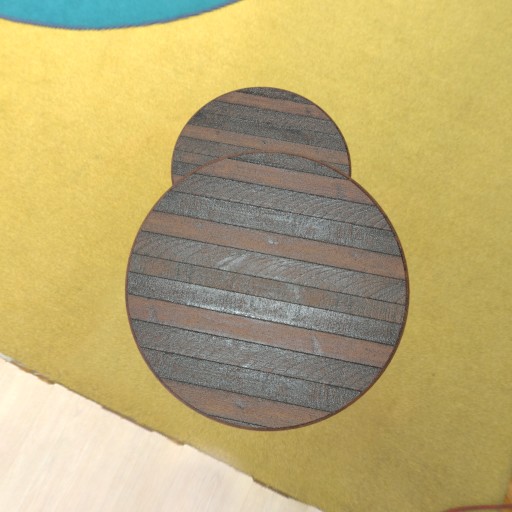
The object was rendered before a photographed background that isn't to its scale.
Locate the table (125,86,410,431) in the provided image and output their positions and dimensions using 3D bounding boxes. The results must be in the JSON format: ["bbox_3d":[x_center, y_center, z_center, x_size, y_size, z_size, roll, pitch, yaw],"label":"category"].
[{"bbox_3d":[0.000,0.000,1.631,0.870,0.516,1.152,-14,77,-3],"label":"table"}]
